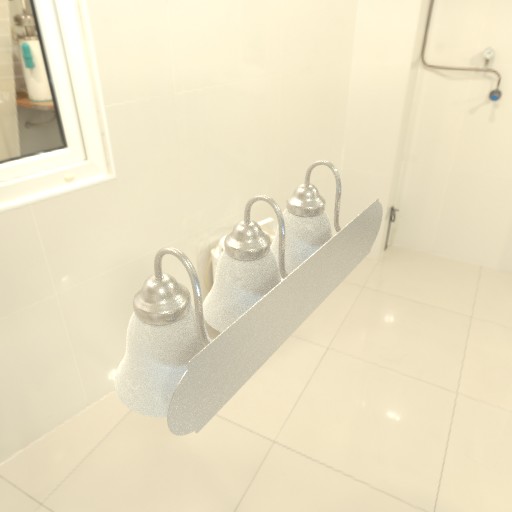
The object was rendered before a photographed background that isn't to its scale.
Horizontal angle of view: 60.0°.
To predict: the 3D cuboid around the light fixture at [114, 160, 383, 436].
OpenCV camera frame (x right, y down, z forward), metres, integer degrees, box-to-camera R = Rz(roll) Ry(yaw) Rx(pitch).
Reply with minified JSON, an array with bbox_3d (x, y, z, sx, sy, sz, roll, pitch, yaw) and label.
[{"bbox_3d":[0.000,0.000,0.726,0.199,0.222,0.610,20,36,30],"label":"light fixture"}]
